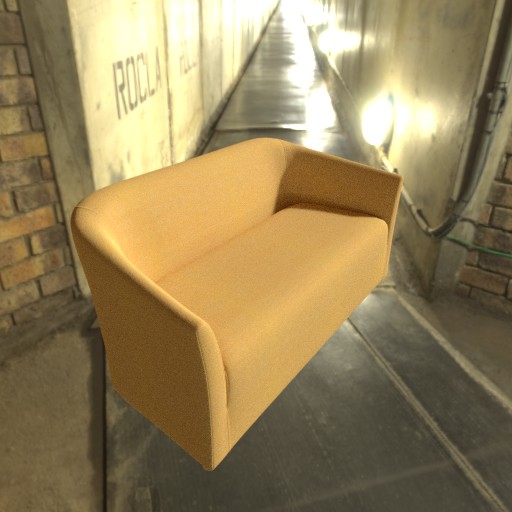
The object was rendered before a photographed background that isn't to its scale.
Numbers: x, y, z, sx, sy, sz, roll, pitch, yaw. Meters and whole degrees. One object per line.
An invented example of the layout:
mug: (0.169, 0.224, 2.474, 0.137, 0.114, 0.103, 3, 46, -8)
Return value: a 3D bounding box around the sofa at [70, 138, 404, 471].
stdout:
sofa: (0.000, 0.000, 1.842, 0.705, 0.721, 1.452, 18, 33, 31)
